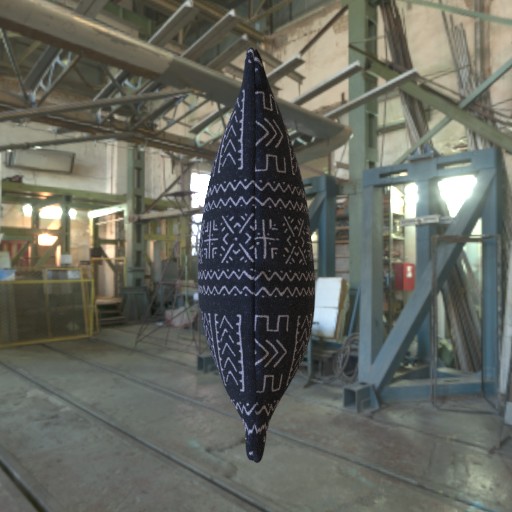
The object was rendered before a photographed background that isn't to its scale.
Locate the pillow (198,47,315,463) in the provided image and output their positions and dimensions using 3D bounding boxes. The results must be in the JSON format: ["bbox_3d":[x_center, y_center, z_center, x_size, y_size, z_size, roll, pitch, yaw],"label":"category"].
[{"bbox_3d":[0.000,0.000,0.658,0.164,0.430,0.438,0,-1,1],"label":"pillow"}]
